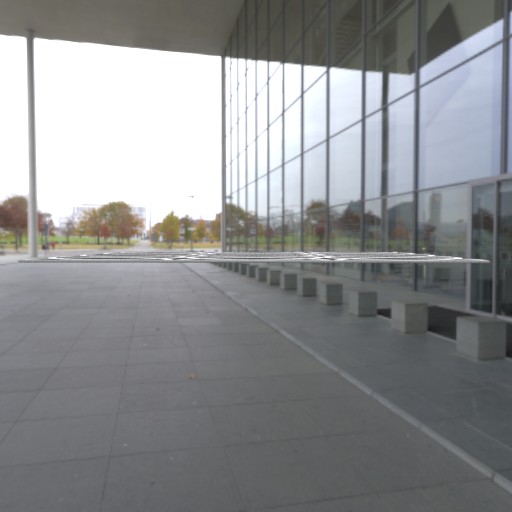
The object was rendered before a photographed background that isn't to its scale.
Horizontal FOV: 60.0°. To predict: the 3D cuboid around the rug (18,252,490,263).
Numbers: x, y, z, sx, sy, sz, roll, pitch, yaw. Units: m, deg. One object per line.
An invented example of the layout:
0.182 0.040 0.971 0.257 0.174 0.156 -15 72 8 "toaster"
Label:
0.000 0.000 2.890 2.290 0.014 1.526 0 2 1 "rug"
